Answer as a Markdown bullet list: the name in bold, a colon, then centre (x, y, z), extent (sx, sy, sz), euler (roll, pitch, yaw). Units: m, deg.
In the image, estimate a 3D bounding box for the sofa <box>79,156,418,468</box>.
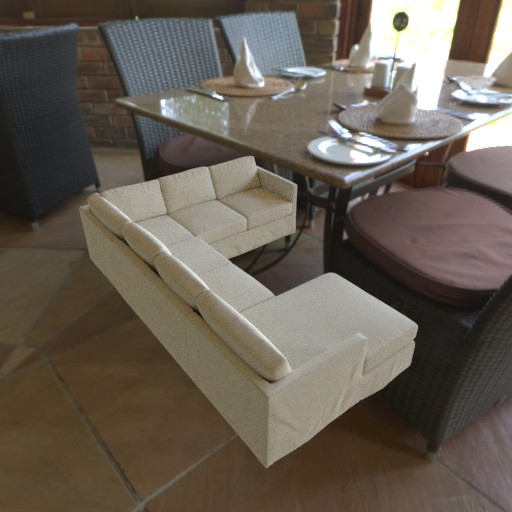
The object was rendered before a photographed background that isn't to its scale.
- **sofa**: centre (0.000, 0.000, 4.574), extent (2.448, 0.882, 3.464), euler (-22, 38, -32)
